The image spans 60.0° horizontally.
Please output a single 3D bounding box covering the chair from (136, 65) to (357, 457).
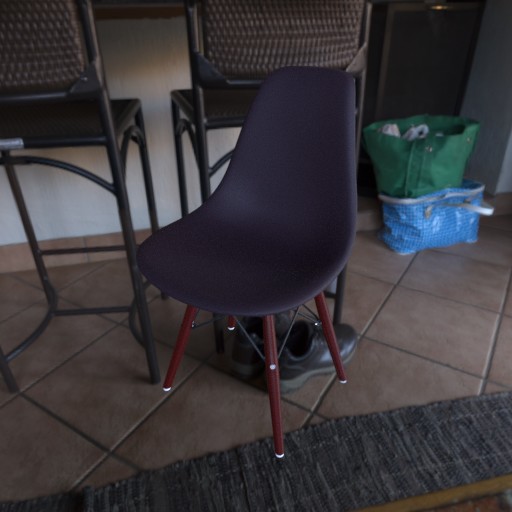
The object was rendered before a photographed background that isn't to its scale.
[{"bbox_3d":[0.000,0.000,1.101,0.470,0.826,0.533,18,34,29],"label":"chair"}]
